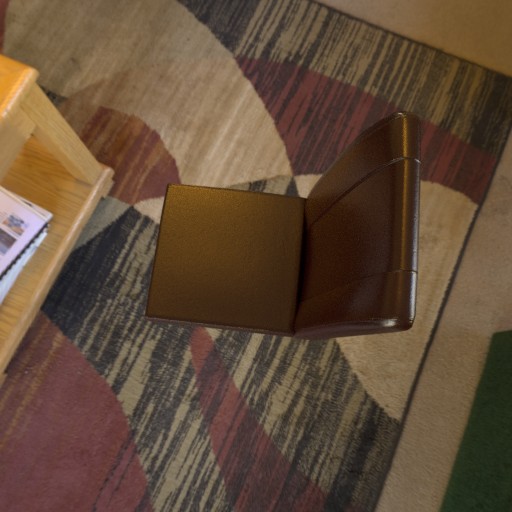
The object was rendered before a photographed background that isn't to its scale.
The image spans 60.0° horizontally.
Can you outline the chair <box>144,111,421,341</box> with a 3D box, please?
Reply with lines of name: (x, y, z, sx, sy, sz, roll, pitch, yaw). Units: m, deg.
chair: (0.000, 0.000, 1.177, 0.556, 0.897, 0.399, 6, 76, 2)
